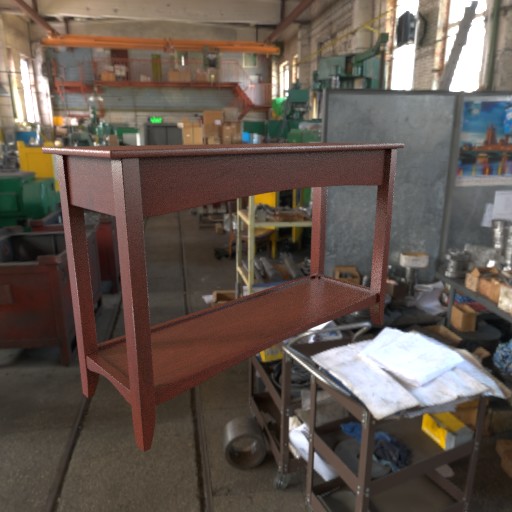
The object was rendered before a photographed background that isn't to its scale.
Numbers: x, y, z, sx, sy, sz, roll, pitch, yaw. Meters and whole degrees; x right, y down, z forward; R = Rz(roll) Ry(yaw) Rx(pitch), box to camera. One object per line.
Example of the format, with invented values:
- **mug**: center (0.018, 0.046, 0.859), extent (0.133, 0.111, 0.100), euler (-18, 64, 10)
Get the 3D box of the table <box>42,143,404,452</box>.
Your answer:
- **table**: center (0.000, 0.000, 1.522), extent (1.188, 0.739, 0.392), euler (-14, 20, -42)
